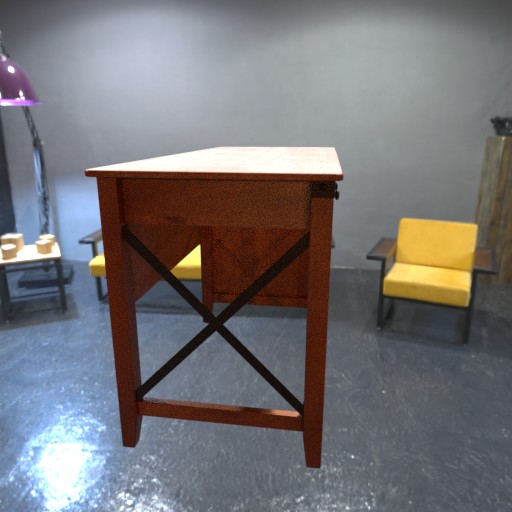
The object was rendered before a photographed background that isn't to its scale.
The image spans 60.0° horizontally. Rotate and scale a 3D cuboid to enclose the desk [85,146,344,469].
[{"bbox_3d":[0.000,0.000,1.688,0.574,0.756,1.353,2,16,9],"label":"desk"}]
